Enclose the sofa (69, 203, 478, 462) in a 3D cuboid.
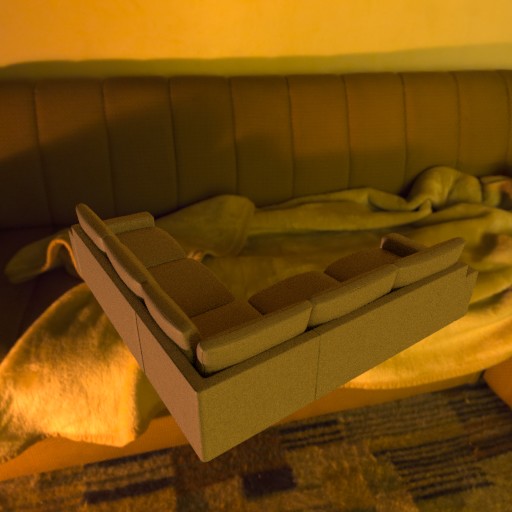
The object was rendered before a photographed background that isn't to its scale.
[{"bbox_3d":[0.000,0.000,4.063,2.622,0.800,2.742,-18,34,-30],"label":"sofa"}]
